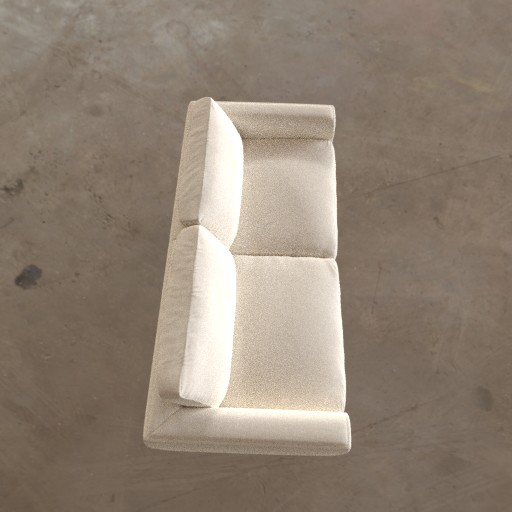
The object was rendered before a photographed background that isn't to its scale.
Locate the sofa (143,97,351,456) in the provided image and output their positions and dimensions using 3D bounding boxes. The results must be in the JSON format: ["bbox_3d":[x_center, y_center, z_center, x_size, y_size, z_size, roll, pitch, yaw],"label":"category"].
[{"bbox_3d":[0.000,0.000,2.785,1.070,0.801,2.262,2,65,1],"label":"sofa"}]
